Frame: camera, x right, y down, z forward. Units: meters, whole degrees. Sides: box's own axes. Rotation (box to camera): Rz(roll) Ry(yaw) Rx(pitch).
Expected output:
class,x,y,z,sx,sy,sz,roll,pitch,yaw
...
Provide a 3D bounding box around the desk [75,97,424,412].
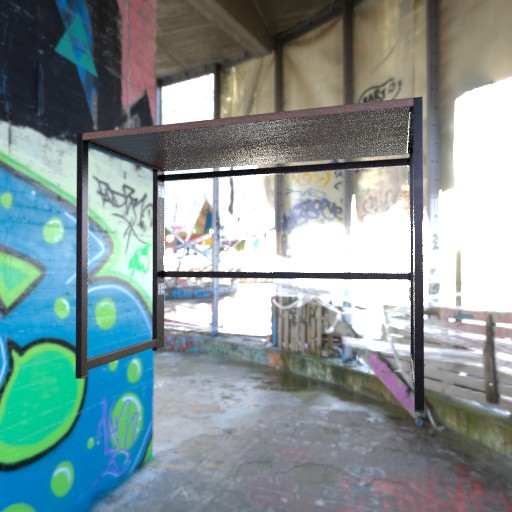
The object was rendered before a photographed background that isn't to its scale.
class,x,y,z,sx,sy,sz,roll,pitch,yaw
desk,0.000,0.000,1.463,1.016,0.762,0.508,0,-1,18
